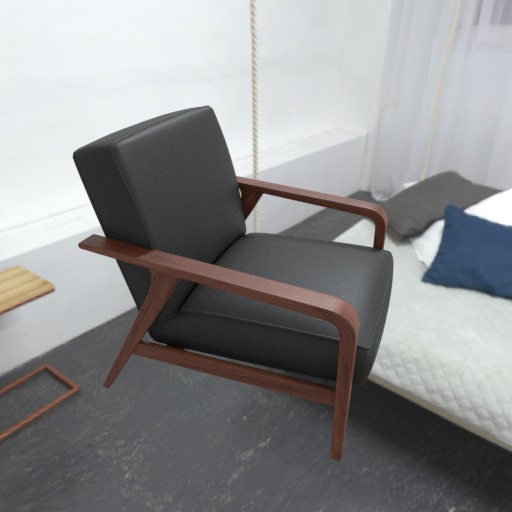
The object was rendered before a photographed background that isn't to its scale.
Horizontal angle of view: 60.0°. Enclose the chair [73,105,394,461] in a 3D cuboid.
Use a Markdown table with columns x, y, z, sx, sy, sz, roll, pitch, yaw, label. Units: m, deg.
| x | y | z | sx | sy | sz | roll | pitch | yaw | label |
| --- | --- | --- | --- | --- | --- | --- | --- | --- | --- |
| 0.000 | 0.000 | 1.480 | 0.889 | 0.861 | 0.719 | 10 | 30 | 18 | chair |
